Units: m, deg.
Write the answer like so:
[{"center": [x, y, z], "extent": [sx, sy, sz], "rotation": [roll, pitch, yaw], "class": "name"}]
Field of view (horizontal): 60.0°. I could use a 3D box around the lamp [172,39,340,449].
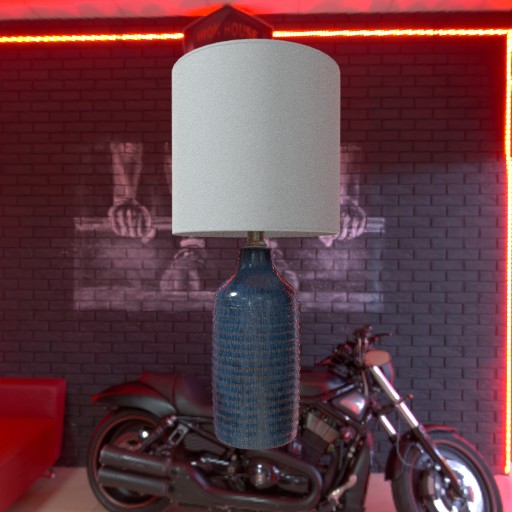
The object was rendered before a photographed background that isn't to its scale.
[{"center": [0.000, 0.000, 0.595], "extent": [0.220, 0.475, 0.220], "rotation": [0, 1, 35], "class": "lamp"}]
